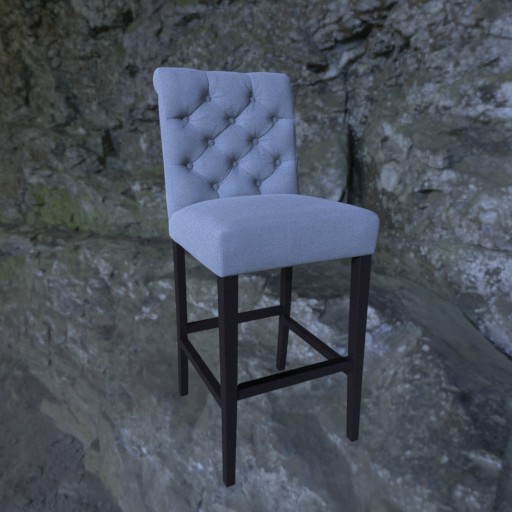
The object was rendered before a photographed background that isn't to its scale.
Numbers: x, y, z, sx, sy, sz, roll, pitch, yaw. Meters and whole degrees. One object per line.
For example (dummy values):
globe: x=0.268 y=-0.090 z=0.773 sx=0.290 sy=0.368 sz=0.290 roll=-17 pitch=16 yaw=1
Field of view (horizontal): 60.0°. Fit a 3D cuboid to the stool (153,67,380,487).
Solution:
stool: x=0.000 y=0.000 z=1.409 sx=0.493 sy=1.140 sz=0.601 roll=-8 pitch=18 yaw=-24
